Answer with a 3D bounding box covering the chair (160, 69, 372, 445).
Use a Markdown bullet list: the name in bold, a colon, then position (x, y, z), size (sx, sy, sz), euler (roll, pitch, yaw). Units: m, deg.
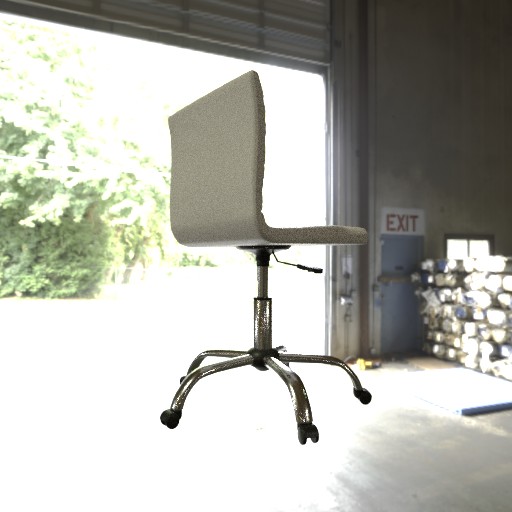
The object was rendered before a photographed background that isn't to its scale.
- **chair**: position (0.000, 0.000, 1.159), size (0.530, 0.780, 0.556), euler (0, -1, -37)
